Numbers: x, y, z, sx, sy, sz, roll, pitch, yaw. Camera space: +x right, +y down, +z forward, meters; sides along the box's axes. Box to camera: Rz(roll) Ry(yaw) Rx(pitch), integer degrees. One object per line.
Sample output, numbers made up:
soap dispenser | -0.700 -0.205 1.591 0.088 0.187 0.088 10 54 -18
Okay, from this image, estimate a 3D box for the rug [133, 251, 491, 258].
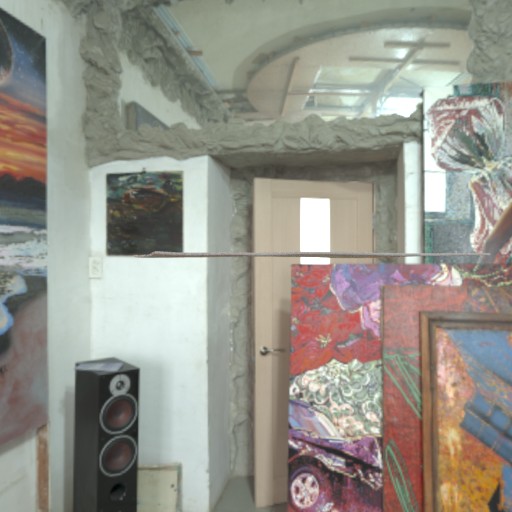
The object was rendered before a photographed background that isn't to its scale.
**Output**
rug | 0.000 0.000 2.999 1.537 0.029 2.439 0 0 -17
